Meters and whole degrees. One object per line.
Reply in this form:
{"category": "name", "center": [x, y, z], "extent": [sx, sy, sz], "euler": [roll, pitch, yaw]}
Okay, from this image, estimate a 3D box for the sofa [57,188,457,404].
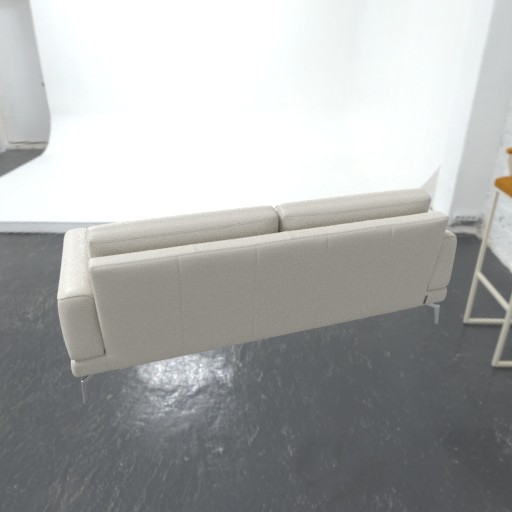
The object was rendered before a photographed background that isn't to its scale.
{"category": "sofa", "center": [0.000, 0.000, 2.403], "extent": [1.940, 0.765, 0.974], "euler": [-9, 27, -17]}
